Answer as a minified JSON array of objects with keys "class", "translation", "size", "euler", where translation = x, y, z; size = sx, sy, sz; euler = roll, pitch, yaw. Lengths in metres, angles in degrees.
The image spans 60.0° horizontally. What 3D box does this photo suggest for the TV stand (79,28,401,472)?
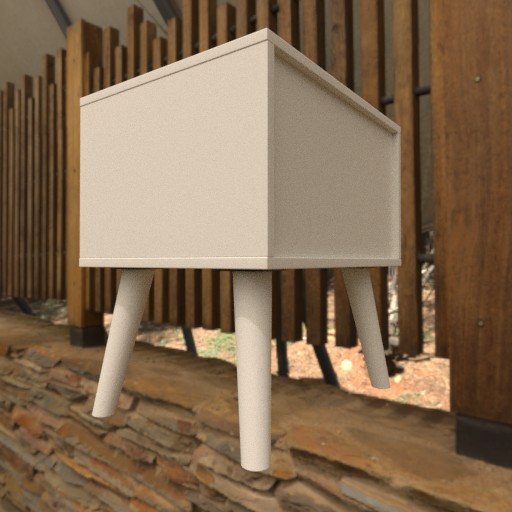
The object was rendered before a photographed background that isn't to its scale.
[{"class":"TV stand","translation":[0.000,0.000,0.870],"size":[0.405,0.559,0.508],"euler":[0,-1,36]}]
